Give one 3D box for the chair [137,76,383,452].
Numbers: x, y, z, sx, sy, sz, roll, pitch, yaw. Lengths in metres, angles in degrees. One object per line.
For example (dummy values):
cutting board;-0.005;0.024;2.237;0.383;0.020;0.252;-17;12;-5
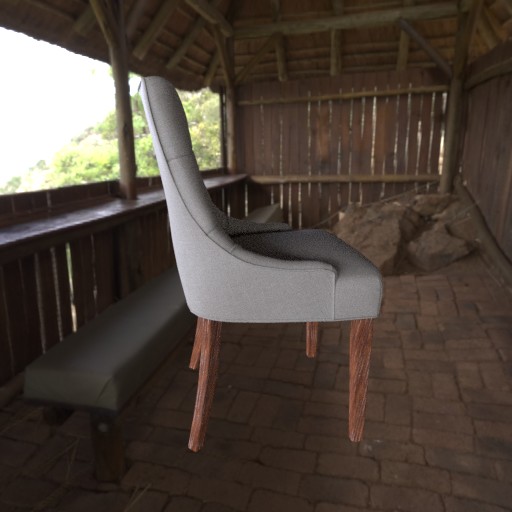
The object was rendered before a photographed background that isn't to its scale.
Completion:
chair;0.000;0.000;1.212;0.565;0.874;0.509;-2;16;-8
